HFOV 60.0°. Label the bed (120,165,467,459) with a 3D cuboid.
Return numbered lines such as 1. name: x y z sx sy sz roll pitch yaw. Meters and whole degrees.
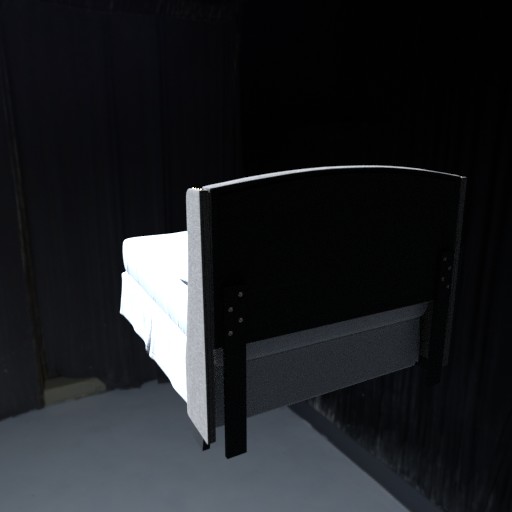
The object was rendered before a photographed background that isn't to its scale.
1. bed: 0.000 0.000 3.333 1.710 1.407 2.237 -7 16 -27
